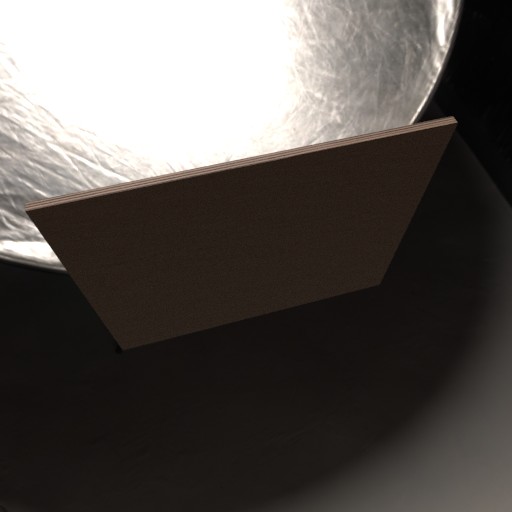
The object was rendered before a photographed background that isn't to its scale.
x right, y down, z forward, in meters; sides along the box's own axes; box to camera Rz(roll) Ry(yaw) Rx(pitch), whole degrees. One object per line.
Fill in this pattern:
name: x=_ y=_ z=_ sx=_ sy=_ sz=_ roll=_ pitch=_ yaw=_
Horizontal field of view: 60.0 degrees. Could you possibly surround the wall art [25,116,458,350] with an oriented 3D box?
wall art: x=0.000 y=0.000 z=0.677 sx=0.508 sy=0.406 sz=0.013 roll=-13 pitch=58 yaw=-8
